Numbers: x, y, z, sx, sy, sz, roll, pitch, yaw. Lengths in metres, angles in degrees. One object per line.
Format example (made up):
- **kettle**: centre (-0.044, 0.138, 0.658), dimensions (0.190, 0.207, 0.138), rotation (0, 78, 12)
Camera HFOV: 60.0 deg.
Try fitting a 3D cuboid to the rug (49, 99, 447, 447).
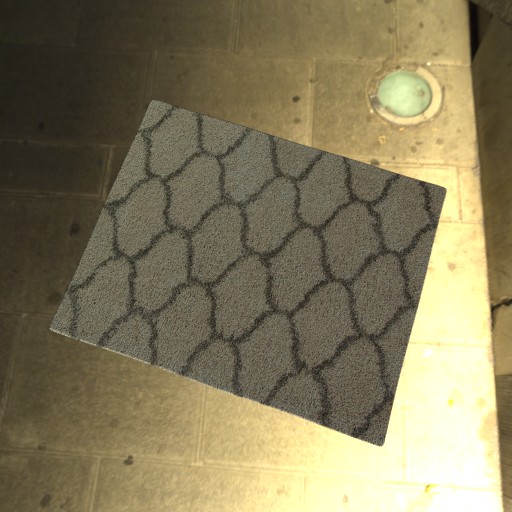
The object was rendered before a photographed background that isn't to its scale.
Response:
- **rug**: centre (0.000, 0.000, 4.010), dimensions (3.000, 0.026, 2.399), rotation (18, 77, 4)
